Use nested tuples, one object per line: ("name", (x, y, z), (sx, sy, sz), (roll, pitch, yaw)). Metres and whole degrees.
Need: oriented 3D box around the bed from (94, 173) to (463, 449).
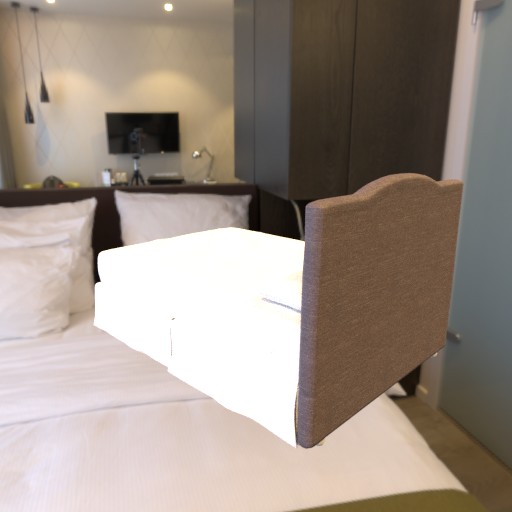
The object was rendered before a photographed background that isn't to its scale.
("bed", (0.000, 0.000, 3.591), (1.741, 1.441, 2.507), (-14, 21, -43))
